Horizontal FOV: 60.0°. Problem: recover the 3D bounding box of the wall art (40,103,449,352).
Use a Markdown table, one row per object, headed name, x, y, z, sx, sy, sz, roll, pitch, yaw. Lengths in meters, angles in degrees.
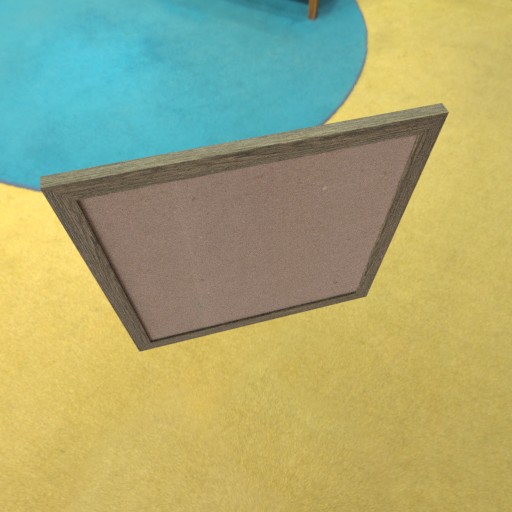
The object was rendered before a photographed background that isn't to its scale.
| name | x | y | z | sx | sy | sz | roll | pitch | yaw |
| --- | --- | --- | --- | --- | --- | --- | --- | --- | --- |
| wall art | 0.000 | 0.000 | 0.752 | 0.508 | 0.508 | 0.019 | -12 | 58 | -8 |
